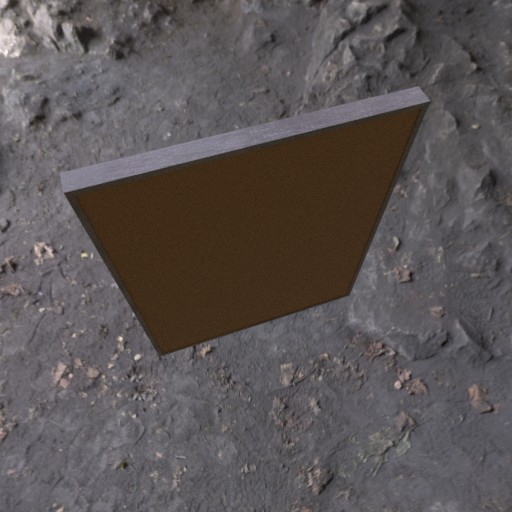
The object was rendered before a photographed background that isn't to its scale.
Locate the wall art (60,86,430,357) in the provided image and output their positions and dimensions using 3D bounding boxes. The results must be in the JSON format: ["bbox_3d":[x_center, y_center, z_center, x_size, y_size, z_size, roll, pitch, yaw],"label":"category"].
[{"bbox_3d":[0.000,0.000,0.713,0.421,0.521,0.032,-17,60,-10],"label":"wall art"}]
